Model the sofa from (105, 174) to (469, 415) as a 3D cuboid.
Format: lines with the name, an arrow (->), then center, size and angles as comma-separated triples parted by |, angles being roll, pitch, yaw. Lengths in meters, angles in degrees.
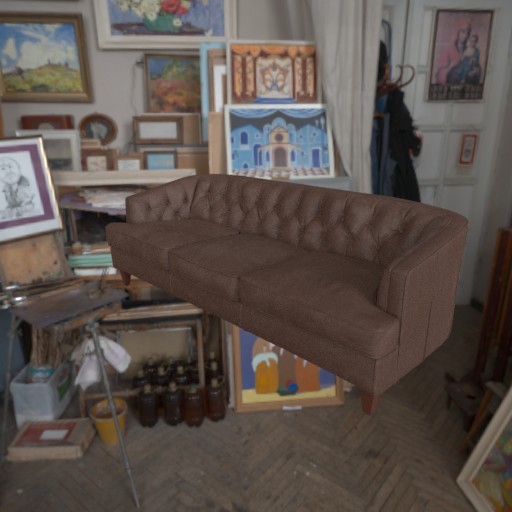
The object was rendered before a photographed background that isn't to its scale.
sofa -> 0.000, 0.000, 2.694 | 0.927, 0.787, 2.227 | -17, 24, -42
